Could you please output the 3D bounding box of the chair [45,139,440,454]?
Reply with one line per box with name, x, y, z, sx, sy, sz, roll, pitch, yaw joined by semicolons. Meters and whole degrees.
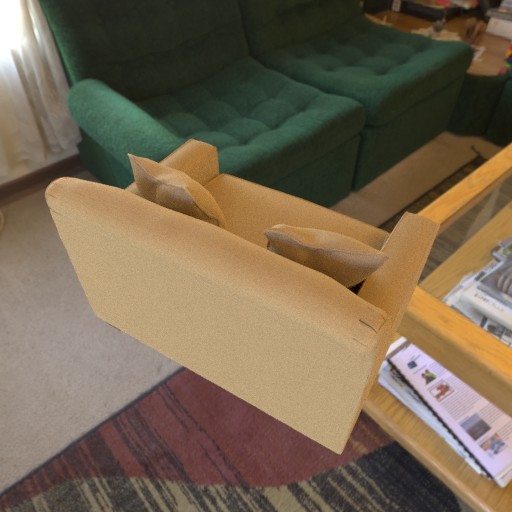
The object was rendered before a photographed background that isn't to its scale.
chair;0.000;0.000;2.055;1.383;0.948;1.000;23;50;21
